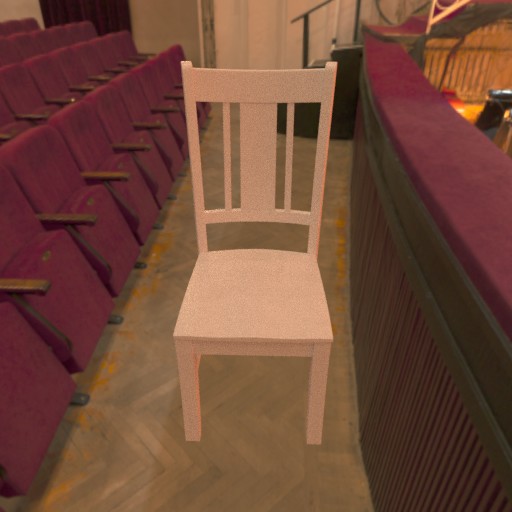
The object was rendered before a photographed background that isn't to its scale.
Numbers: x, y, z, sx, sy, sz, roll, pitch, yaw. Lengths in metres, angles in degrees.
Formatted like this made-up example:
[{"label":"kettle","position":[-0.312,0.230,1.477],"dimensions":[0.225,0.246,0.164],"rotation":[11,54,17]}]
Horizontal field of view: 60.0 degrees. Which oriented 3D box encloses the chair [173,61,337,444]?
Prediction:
[{"label":"chair","position":[0.000,0.000,1.313],"dimensions":[0.450,0.998,0.555],"rotation":[1,31,1]}]
